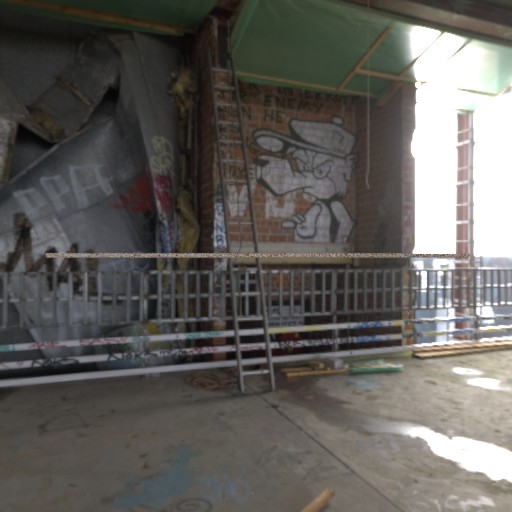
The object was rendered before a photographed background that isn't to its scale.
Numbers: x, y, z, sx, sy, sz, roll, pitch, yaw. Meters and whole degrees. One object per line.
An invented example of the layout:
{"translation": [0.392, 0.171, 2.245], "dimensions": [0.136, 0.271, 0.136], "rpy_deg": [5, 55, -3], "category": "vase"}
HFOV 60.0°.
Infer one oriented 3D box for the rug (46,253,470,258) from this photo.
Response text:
{"translation": [0.000, 0.000, 4.004], "dimensions": [2.400, 0.025, 3.000], "rpy_deg": [0, 0, -1], "category": "rug"}
